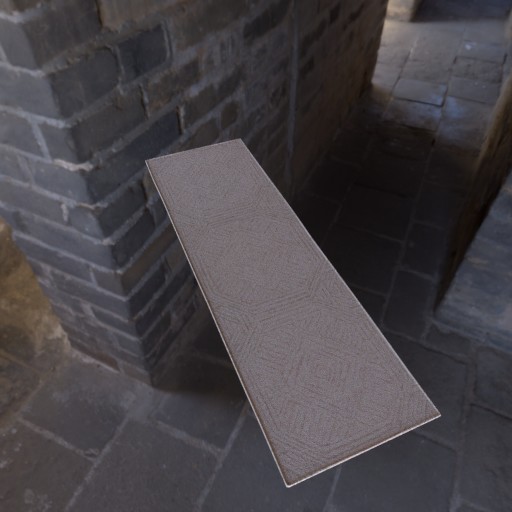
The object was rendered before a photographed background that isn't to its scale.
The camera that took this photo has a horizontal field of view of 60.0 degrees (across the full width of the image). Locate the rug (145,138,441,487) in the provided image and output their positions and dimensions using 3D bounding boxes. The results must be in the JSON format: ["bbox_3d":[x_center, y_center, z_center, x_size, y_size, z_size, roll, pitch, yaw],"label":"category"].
[{"bbox_3d":[0.000,0.000,2.657,0.775,0.012,2.452,-17,49,-15],"label":"rug"}]
